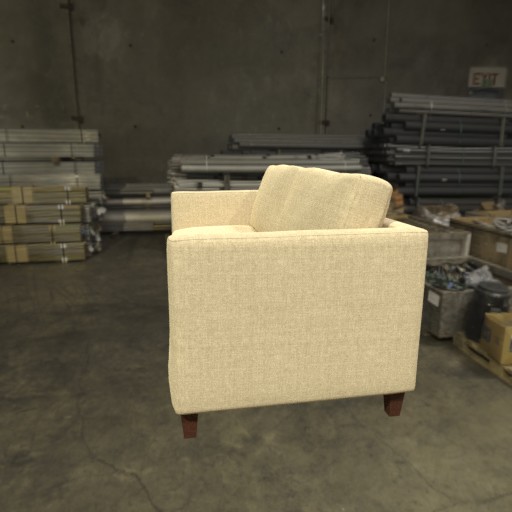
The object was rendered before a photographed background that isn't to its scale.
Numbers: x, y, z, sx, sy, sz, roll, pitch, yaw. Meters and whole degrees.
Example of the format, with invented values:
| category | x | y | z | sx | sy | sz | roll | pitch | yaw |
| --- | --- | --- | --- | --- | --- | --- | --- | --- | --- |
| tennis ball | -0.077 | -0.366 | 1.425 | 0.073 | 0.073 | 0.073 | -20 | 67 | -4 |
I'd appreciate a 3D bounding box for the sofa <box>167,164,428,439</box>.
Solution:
| category | x | y | z | sx | sy | sz | roll | pitch | yaw |
| --- | --- | --- | --- | --- | --- | --- | --- | --- | --- |
| sofa | 0.000 | 0.000 | 2.436 | 0.950 | 0.963 | 1.884 | -2 | 13 | -10 |
